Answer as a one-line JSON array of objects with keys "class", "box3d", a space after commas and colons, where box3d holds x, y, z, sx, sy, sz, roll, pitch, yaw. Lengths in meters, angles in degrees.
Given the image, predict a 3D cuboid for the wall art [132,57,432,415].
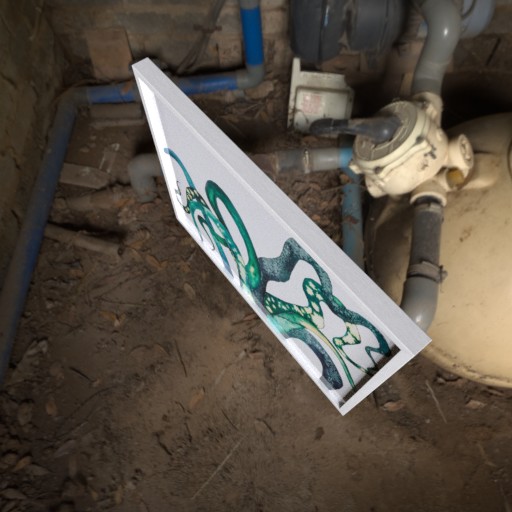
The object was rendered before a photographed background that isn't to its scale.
[{"class": "wall art", "box3d": [0.000, 0.000, 1.396, 0.053, 0.787, 1.041, -35, 68, -17]}]
